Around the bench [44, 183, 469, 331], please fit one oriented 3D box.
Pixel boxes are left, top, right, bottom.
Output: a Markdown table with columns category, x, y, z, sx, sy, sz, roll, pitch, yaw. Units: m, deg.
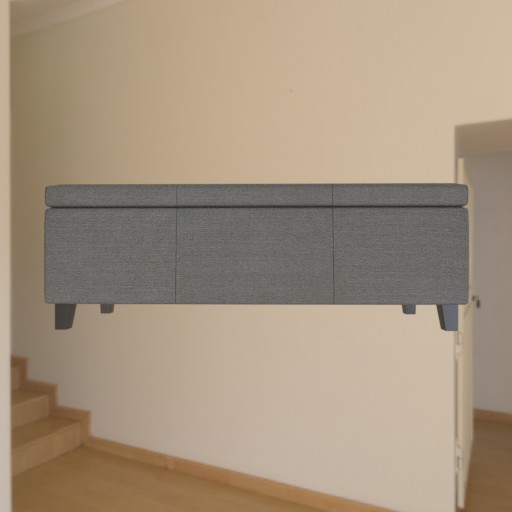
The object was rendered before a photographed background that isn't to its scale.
| category | x | y | z | sx | sy | sz | roll | pitch | yaw |
| --- | --- | --- | --- | --- | --- | --- | --- | --- | --- |
| bench | 0.000 | 0.000 | 1.508 | 1.269 | 0.438 | 0.446 | 0 | 0 | 1 |
